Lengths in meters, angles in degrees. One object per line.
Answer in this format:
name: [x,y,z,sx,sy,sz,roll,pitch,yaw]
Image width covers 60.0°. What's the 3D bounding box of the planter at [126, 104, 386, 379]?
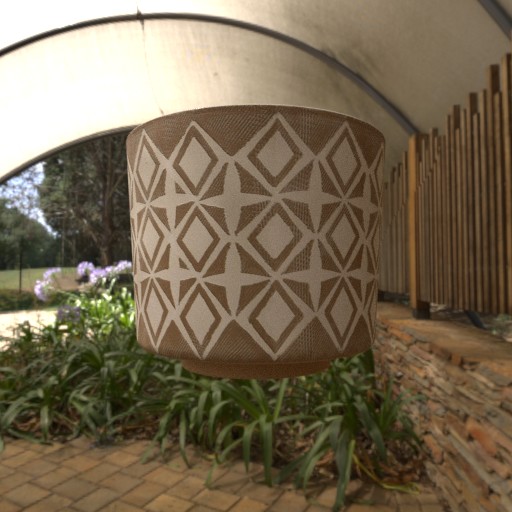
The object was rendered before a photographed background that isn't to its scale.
planter: [0.000,0.000,0.459,0.260,0.220,0.260,0,-2,0]
